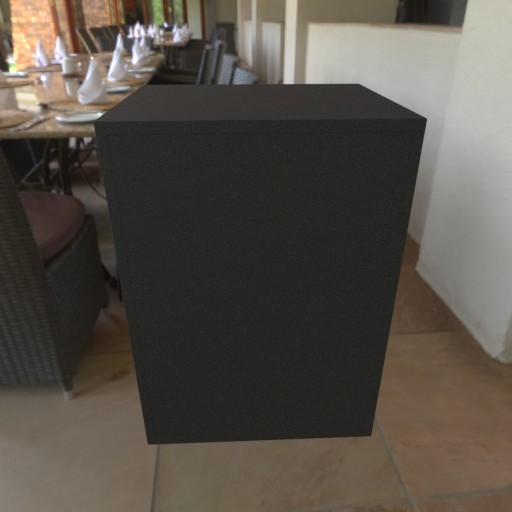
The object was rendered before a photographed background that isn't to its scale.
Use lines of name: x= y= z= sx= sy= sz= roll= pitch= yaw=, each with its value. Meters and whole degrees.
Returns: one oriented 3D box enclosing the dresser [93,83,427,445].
dresser: x=0.000 y=0.000 z=0.820 sx=0.400 sy=0.560 sz=0.360 roll=-1 pitch=28 yaw=-2
